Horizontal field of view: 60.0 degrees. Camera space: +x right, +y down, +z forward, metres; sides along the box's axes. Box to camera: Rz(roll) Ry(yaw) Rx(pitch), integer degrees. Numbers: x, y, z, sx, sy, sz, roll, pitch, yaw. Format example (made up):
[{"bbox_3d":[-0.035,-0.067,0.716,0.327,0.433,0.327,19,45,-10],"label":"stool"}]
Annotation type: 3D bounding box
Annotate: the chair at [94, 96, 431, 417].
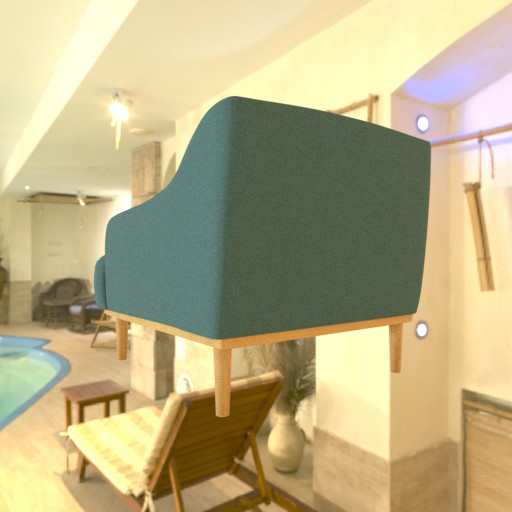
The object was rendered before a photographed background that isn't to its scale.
[{"bbox_3d":[0.000,0.000,1.645,0.946,0.818,0.951,0,1,-35],"label":"chair"}]
